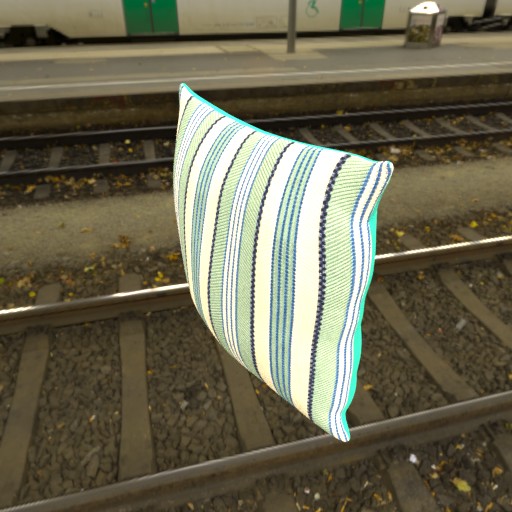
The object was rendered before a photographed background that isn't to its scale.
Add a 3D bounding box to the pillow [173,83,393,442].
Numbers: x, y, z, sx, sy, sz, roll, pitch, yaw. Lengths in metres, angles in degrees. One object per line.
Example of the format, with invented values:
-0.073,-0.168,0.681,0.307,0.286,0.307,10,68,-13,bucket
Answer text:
0.000,0.000,0.681,0.182,0.441,0.440,-21,38,-30,pillow
